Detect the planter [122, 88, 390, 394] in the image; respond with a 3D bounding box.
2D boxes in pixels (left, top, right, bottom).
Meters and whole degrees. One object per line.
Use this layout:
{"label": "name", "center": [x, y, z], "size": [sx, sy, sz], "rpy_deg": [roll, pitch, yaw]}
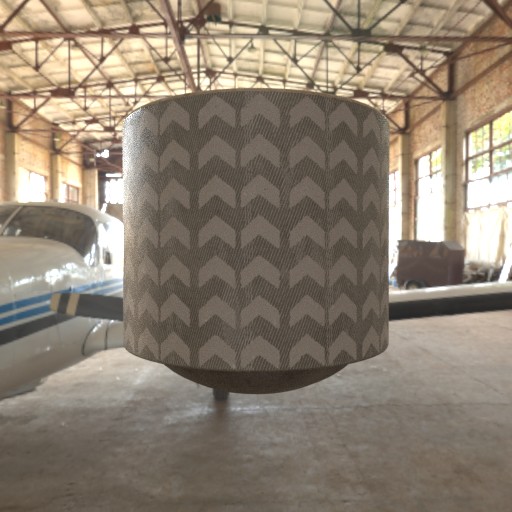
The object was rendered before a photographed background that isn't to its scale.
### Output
{"label": "planter", "center": [0.000, 0.000, 0.330], "size": [0.190, 0.181, 0.190], "rpy_deg": [0, 1, 0]}
